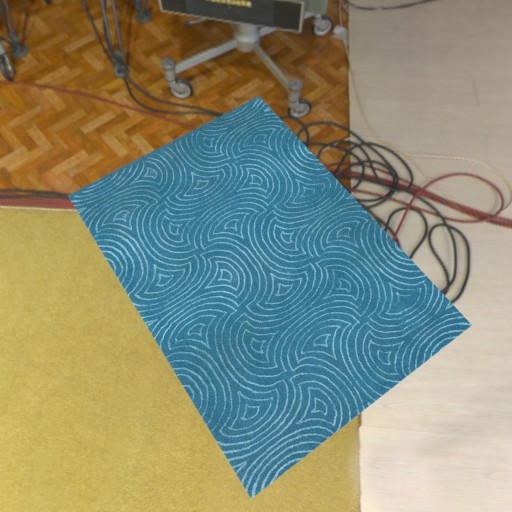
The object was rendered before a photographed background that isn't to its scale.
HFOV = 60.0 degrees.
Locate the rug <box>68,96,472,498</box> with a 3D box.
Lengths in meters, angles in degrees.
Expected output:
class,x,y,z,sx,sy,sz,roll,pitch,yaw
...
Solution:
class,x,y,z,sx,sy,sz,roll,pitch,yaw
rug,0.000,0.000,2.743,1.543,0.015,2.144,-32,69,-14
